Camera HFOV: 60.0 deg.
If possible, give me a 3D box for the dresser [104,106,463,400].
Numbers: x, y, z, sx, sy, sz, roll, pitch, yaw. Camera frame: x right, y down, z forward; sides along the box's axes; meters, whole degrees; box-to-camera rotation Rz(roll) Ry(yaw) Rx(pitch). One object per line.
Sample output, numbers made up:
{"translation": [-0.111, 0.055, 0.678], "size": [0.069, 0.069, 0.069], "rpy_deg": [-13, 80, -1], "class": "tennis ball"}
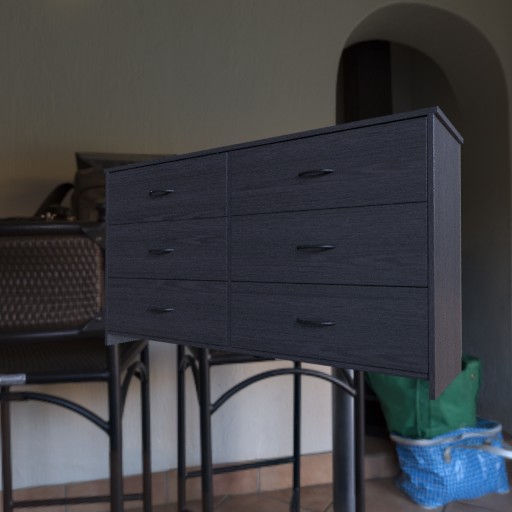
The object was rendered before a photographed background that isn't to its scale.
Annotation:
{"translation": [0.000, 0.000, 1.655], "size": [1.360, 0.755, 0.401], "rpy_deg": [-1, -1, 34], "class": "dresser"}
